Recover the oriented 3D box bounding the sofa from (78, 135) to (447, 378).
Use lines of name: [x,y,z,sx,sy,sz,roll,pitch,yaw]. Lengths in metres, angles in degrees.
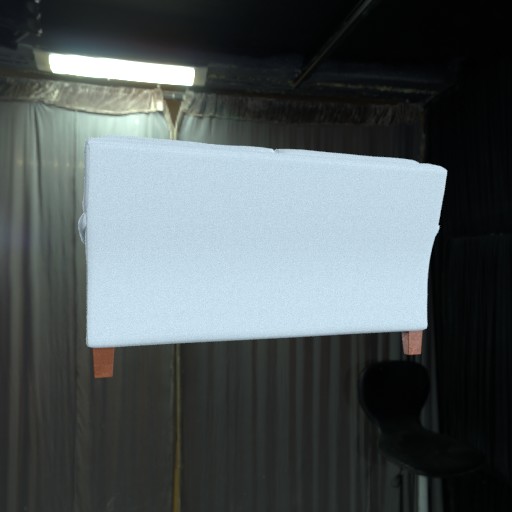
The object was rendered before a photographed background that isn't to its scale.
sofa: [0.000,0.000,2.543,1.853,1.101,1.084,0,-1,-18]
